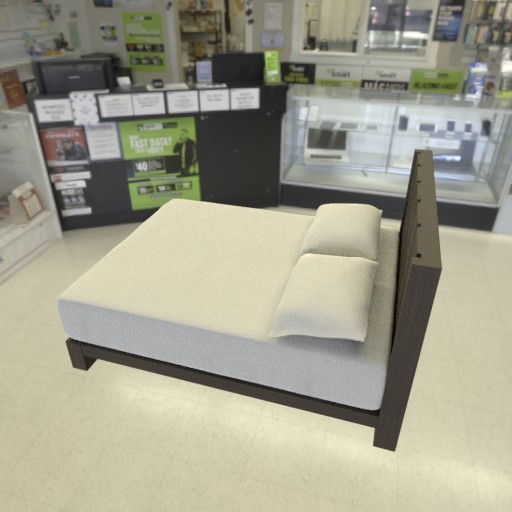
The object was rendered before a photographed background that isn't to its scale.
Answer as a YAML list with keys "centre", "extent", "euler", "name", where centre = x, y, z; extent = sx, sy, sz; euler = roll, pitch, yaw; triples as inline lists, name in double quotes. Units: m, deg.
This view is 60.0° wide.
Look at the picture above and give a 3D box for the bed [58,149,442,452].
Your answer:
- centre: [0.000, 0.000, 3.249]
  extent: [2.242, 1.270, 1.727]
  euler: [9, 32, 15]
  name: "bed"
